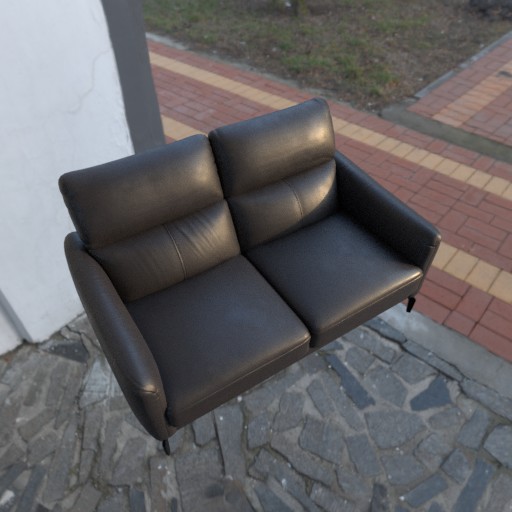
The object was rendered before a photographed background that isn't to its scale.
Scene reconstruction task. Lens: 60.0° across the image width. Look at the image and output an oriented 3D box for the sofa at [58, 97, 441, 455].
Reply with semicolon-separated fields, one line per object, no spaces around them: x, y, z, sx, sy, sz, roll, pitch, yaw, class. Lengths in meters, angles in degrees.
0.000;0.000;2.134;1.596;0.920;0.958;-24;50;-22;sofa
